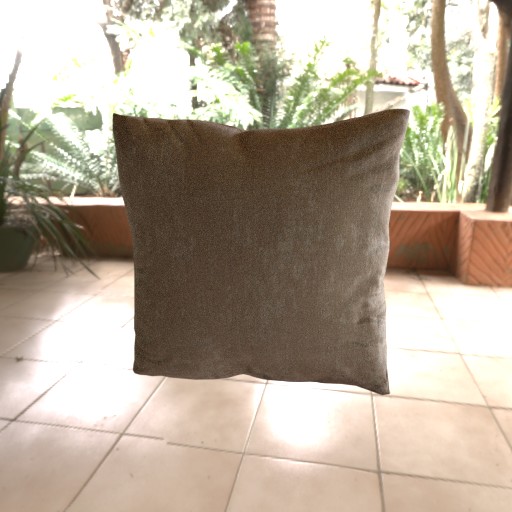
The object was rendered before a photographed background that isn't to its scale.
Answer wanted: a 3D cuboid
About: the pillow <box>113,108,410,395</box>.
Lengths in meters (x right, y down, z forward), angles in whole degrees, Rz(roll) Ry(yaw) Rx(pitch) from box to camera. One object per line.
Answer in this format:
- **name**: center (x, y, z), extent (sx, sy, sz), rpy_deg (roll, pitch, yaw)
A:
- **pillow**: center (0.000, 0.000, 0.715), extent (0.450, 0.448, 0.245), rpy_deg (3, 15, 10)
